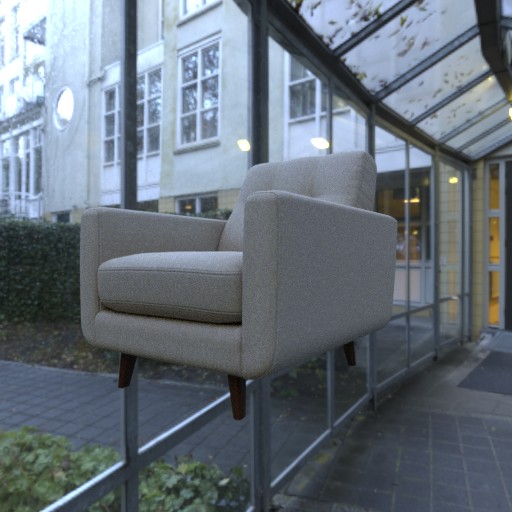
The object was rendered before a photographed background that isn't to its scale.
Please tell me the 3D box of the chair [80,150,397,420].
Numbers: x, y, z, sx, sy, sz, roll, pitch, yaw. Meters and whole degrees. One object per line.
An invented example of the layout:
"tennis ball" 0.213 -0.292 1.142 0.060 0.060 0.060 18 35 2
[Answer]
"chair" 0.000 0.000 1.849 0.897 0.965 1.128 0 0 35
